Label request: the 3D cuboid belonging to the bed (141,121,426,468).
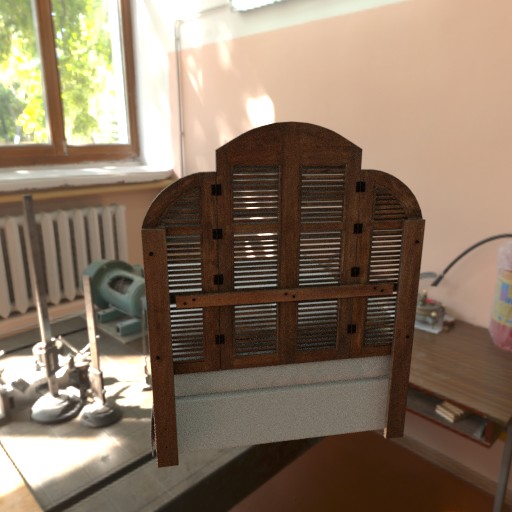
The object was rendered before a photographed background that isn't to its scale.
[{"bbox_3d":[0.000,0.000,3.563,1.713,2.019,2.138,-3,16,-10],"label":"bed"}]
